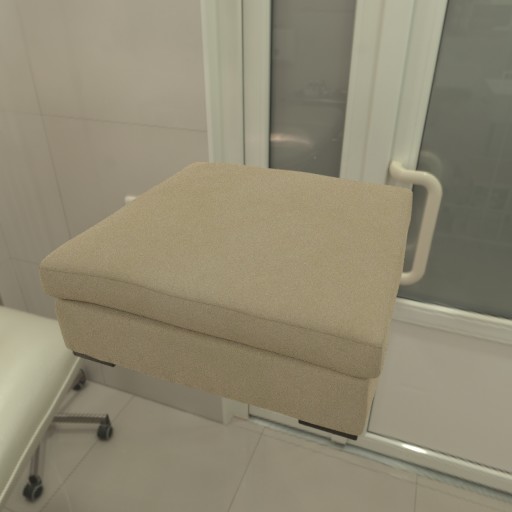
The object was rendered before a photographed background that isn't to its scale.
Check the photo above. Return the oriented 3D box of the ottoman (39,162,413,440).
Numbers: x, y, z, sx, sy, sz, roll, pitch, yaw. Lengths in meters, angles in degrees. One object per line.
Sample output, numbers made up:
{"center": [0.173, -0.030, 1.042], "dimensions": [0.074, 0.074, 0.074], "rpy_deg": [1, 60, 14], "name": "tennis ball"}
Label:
{"center": [0.000, 0.000, 1.894], "dimensions": [1.190, 0.522, 1.205], "rpy_deg": [11, 32, 18], "name": "ottoman"}
